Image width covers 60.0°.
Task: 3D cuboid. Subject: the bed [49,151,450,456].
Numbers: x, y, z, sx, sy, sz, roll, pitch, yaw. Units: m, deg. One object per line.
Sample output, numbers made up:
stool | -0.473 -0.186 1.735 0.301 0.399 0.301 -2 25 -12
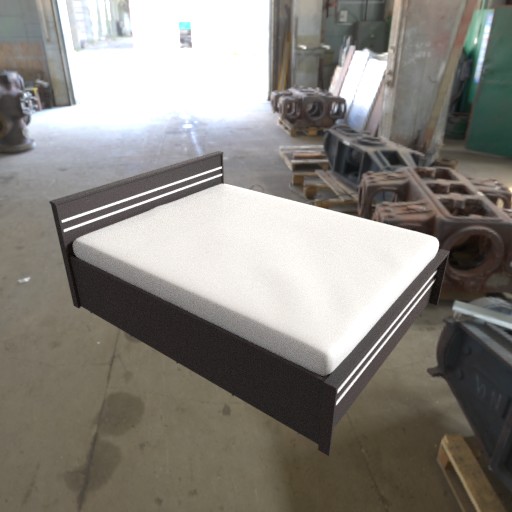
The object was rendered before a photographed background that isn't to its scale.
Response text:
bed | 0.000 0.000 3.049 2.103 0.808 1.634 19 33 33
